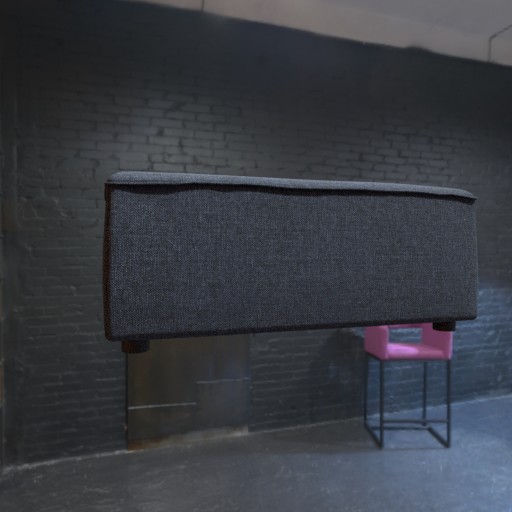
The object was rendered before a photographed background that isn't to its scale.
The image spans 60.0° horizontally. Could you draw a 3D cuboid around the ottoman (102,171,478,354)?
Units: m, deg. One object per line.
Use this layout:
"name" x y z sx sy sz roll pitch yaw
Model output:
"ottoman" 0.000 0.000 1.559 1.017 0.423 1.023 0 1 -18
